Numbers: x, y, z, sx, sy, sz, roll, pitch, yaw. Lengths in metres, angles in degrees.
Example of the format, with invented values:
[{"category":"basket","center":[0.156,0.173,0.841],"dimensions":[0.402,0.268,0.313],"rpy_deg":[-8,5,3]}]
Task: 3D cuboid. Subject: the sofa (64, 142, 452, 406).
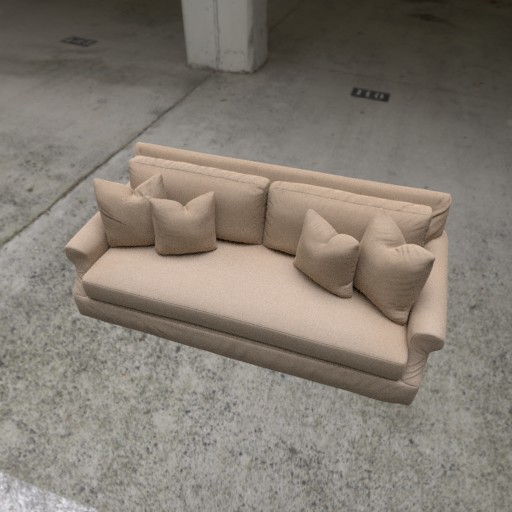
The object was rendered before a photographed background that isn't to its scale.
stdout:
[{"category":"sofa","center":[0.000,0.000,2.820],"dimensions":[2.285,0.904,1.067],"rpy_deg":[12,42,14]}]
